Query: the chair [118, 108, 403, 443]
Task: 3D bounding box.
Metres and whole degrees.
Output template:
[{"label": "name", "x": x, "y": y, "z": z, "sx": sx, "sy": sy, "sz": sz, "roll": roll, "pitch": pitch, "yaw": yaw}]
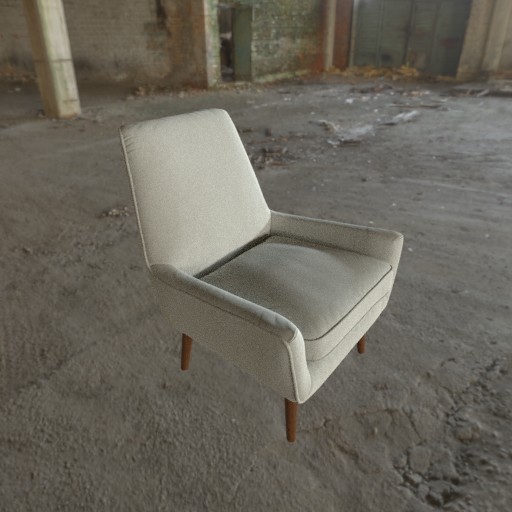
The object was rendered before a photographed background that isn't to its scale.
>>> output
[{"label": "chair", "x": 0.000, "y": 0.000, "z": 1.550, "sx": 0.822, "sy": 0.888, "sz": 0.787, "roll": 18, "pitch": 32, "yaw": 32}]
